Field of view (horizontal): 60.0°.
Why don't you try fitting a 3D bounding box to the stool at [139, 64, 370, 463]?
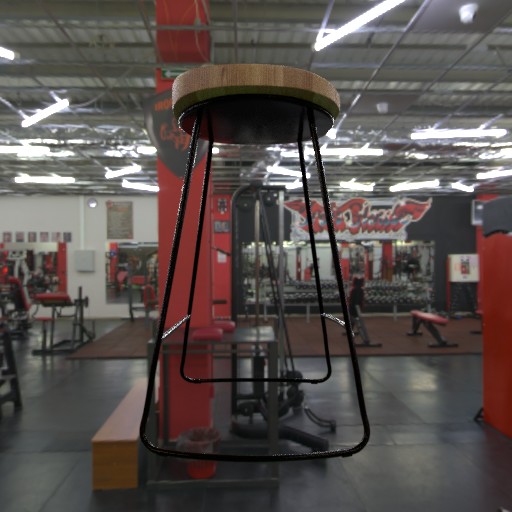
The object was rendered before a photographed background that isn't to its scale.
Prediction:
[{"bbox_3d":[0.000,0.000,0.963,0.401,0.679,0.480,0,0,0],"label":"stool"}]
